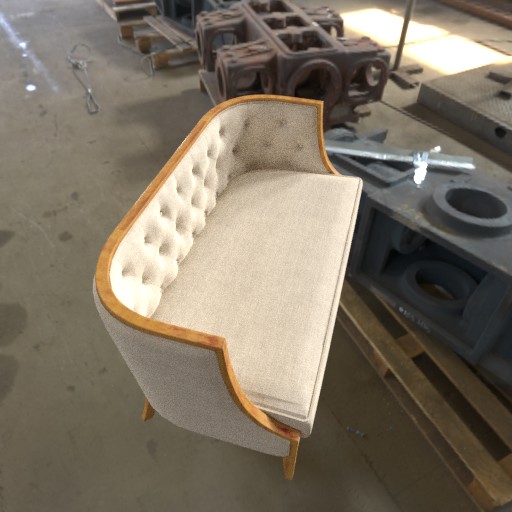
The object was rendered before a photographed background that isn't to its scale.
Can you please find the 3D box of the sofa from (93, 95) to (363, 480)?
[{"bbox_3d":[0.000,0.000,1.923,0.770,0.775,1.474,12,46,12],"label":"sofa"}]
